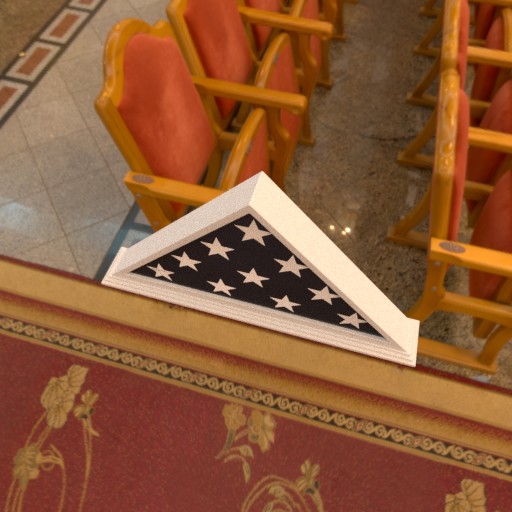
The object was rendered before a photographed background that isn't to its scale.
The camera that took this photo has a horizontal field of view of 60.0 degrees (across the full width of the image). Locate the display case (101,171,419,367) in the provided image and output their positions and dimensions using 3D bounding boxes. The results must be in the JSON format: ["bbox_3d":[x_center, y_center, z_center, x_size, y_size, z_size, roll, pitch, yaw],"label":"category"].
[{"bbox_3d":[0.000,0.000,0.757,0.640,0.340,0.095,13,57,9],"label":"display case"}]
